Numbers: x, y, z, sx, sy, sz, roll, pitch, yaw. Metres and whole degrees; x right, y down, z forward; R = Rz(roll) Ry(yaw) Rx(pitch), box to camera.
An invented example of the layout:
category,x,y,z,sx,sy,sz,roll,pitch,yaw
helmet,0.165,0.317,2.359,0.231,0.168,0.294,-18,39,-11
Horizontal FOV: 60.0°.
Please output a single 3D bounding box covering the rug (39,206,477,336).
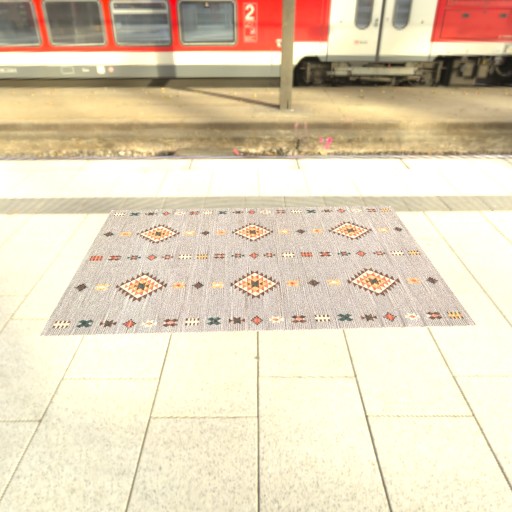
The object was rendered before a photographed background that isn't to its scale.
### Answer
category,x,y,z,sx,sy,sz,roll,pitch,yaw
rug,0.000,0.000,2.360,1.818,0.005,1.217,-1,31,-2
